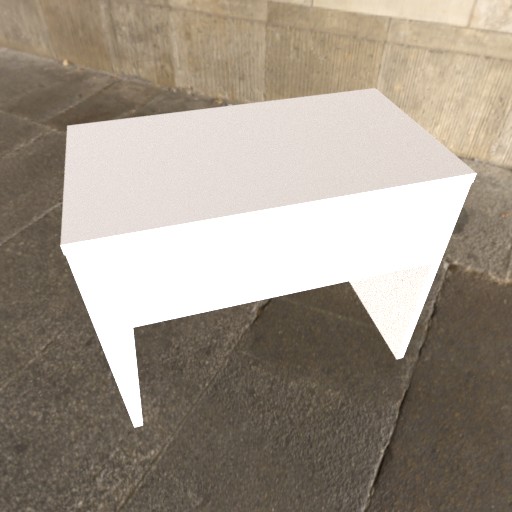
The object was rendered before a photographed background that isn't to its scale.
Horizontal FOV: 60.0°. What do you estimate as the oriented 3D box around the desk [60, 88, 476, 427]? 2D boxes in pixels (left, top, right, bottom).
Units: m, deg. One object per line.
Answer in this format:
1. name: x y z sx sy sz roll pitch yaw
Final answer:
1. desk: 0.000 0.000 1.339 0.900 0.729 0.498 -11 44 -12
